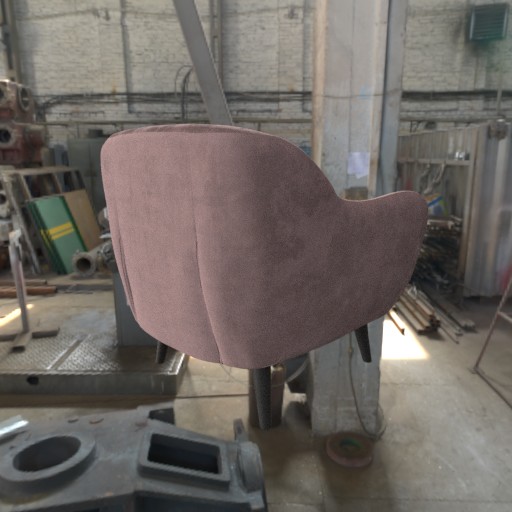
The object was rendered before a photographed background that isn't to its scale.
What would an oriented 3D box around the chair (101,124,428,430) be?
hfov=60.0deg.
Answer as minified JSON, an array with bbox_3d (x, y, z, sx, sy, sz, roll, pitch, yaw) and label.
[{"bbox_3d":[0.000,0.000,1.500,0.820,0.820,0.840,-12,18,-42],"label":"chair"}]
